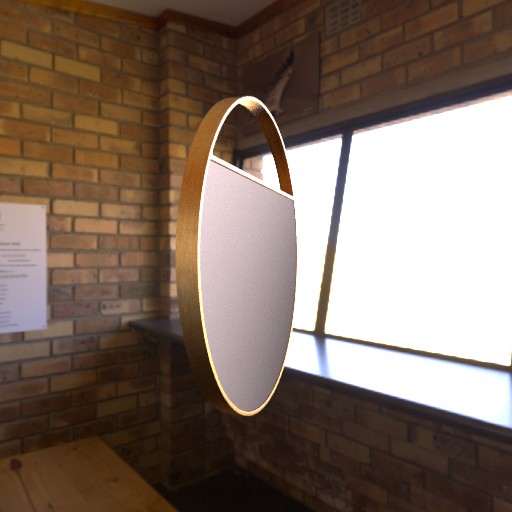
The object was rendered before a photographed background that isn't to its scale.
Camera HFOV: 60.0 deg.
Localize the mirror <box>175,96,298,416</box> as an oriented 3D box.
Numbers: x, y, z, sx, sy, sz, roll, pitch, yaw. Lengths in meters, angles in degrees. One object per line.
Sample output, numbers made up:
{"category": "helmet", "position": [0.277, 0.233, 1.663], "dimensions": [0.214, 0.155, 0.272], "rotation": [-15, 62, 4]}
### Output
{"category": "mirror", "position": [0.000, 0.000, 0.832], "dimensions": [0.032, 0.565, 0.565], "rotation": [0, 0, 18]}
